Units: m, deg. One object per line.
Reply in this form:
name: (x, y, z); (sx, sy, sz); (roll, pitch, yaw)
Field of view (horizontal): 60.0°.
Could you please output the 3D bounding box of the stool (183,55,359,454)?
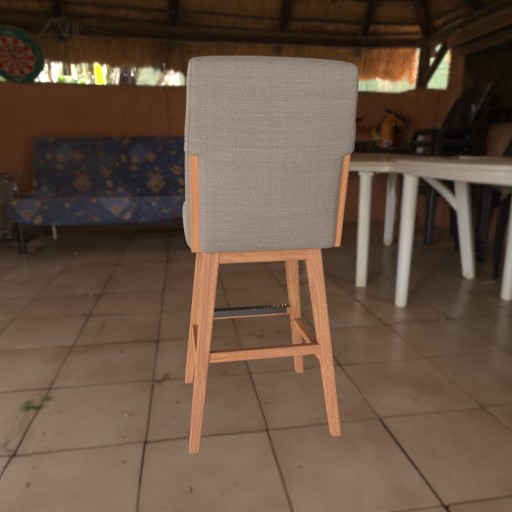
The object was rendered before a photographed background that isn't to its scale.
stool: (0.000, 0.000, 1.441); (0.483, 1.112, 0.570); (-2, 14, -10)
